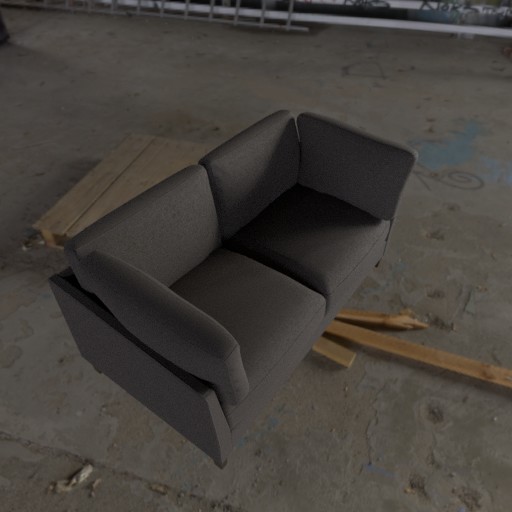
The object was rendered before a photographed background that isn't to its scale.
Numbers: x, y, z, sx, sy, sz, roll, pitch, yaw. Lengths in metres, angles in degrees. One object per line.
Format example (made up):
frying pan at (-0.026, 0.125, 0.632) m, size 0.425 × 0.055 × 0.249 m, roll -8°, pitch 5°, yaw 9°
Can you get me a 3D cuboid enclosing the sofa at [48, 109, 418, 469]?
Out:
sofa at (0.000, 0.000, 2.334) m, size 0.969 × 0.920 × 1.751 m, roll 26°, pitch 48°, yaw 26°
